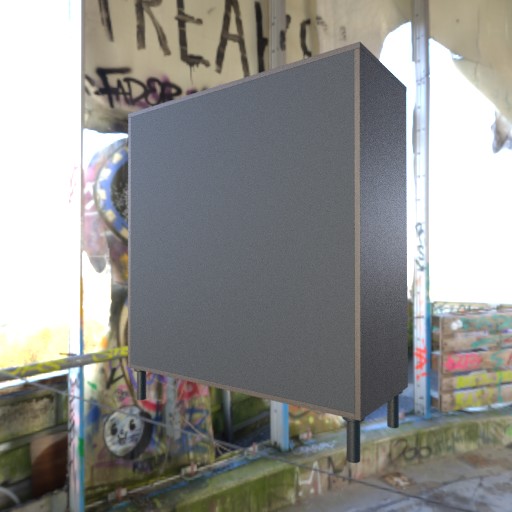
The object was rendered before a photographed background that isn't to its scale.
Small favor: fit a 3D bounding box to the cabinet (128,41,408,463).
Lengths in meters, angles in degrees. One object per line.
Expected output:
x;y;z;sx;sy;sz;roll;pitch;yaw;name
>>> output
0.000;0.000;1.674;1.010;1.170;0.400;0;-1;37;cabinet
